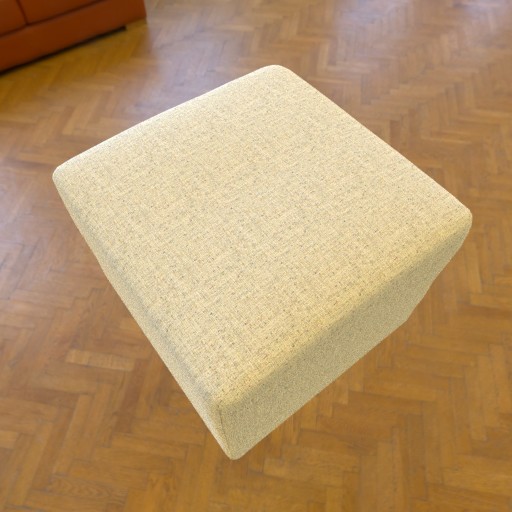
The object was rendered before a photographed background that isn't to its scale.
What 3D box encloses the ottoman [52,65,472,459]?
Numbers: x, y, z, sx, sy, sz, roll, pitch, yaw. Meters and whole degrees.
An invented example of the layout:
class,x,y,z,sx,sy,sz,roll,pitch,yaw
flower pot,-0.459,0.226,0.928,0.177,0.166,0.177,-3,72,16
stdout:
class,x,y,z,sx,sy,sz,roll,pitch,yaw
ottoman,0.000,0.000,0.887,0.512,0.453,0.521,-33,64,-19
